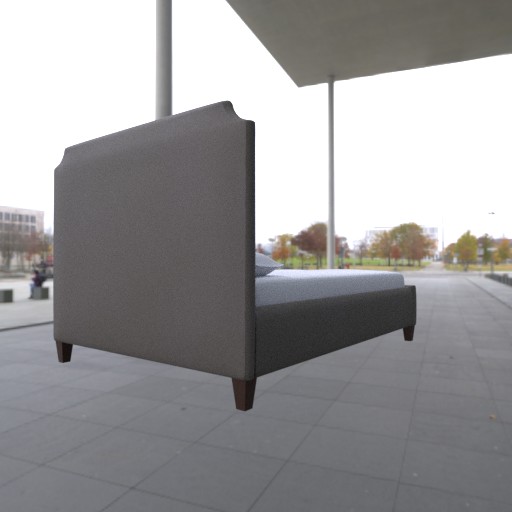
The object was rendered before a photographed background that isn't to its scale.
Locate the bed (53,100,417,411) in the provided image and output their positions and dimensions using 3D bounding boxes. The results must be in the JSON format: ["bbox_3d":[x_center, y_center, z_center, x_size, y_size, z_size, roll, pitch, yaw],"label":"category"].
[{"bbox_3d":[0.000,0.000,3.402,1.712,1.443,2.372,-1,-1,38],"label":"bed"}]
